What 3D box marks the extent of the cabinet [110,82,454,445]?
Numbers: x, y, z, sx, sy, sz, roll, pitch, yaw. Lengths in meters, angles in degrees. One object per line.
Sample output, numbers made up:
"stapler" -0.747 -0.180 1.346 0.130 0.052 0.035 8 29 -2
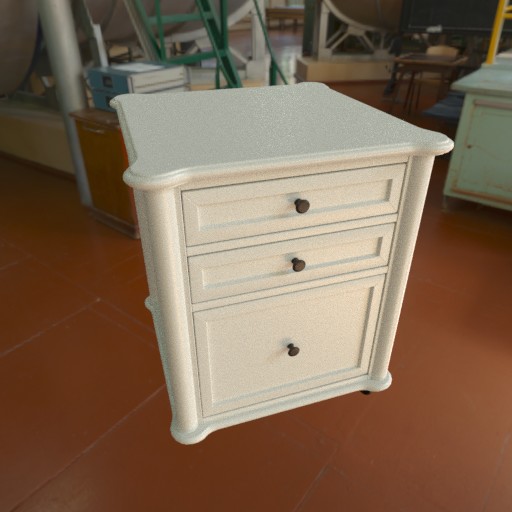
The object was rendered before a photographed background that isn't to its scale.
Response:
"cabinet" 0.000 0.000 1.206 0.628 0.761 0.627 -10 33 -15
